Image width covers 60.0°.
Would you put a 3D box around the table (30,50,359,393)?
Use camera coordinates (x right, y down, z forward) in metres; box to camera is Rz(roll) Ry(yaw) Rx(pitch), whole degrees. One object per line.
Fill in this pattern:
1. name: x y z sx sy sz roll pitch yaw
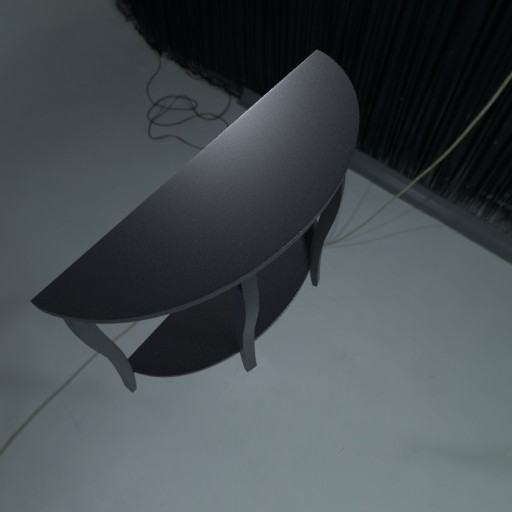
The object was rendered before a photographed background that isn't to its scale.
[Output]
1. table: 0.000 0.000 1.555 0.394 0.780 1.219 33 64 19
